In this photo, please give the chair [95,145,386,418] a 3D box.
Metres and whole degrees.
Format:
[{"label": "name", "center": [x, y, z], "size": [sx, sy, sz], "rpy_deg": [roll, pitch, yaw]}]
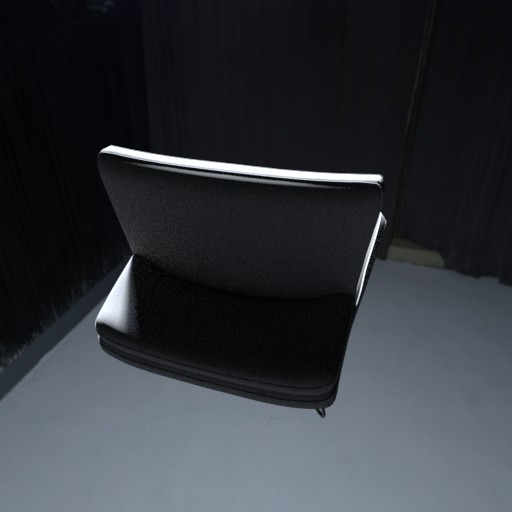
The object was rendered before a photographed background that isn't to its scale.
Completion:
[{"label": "chair", "center": [0.000, 0.000, 1.625], "size": [0.859, 0.855, 1.008], "rpy_deg": [10, 32, 16]}]
